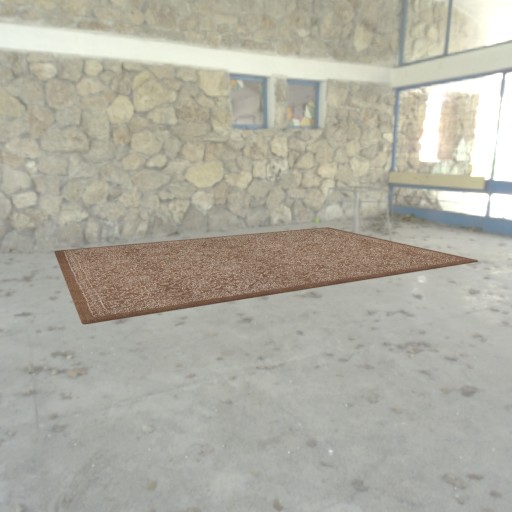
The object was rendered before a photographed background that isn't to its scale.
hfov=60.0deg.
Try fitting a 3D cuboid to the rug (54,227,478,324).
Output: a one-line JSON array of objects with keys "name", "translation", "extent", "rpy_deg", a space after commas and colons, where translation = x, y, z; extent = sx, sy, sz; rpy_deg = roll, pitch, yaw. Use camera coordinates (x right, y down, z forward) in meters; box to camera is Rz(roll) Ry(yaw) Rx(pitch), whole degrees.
[{"name": "rug", "translation": [0.000, 0.000, 2.285], "extent": [1.829, 0.010, 1.219], "rpy_deg": [-6, 14, -27]}]
